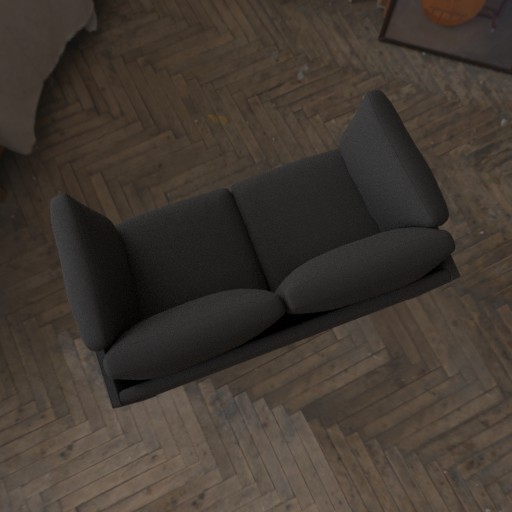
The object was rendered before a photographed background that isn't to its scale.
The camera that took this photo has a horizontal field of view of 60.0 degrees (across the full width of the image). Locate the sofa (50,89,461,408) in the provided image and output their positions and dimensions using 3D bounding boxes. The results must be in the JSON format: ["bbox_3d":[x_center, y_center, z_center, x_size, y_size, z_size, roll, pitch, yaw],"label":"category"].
[{"bbox_3d":[0.000,0.000,2.337,1.751,0.920,0.969,-20,76,-5],"label":"sofa"}]
